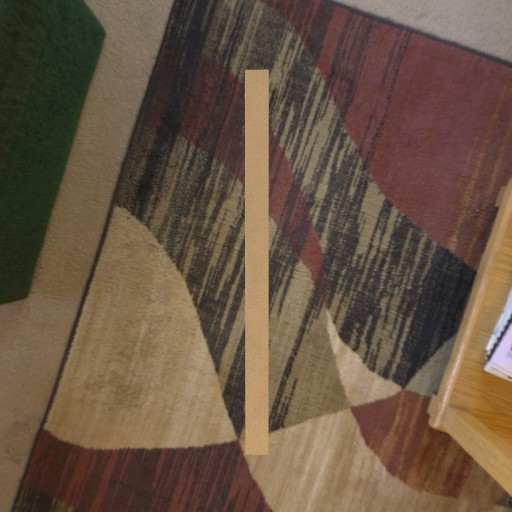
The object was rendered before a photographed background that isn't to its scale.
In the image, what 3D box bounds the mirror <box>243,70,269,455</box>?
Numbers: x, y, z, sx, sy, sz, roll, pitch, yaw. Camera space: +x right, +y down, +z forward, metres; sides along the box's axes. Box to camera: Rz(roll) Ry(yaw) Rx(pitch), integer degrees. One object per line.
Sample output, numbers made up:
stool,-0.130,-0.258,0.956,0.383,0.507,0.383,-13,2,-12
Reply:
mirror,0.000,0.000,1.157,0.041,0.915,0.609,0,92,0
